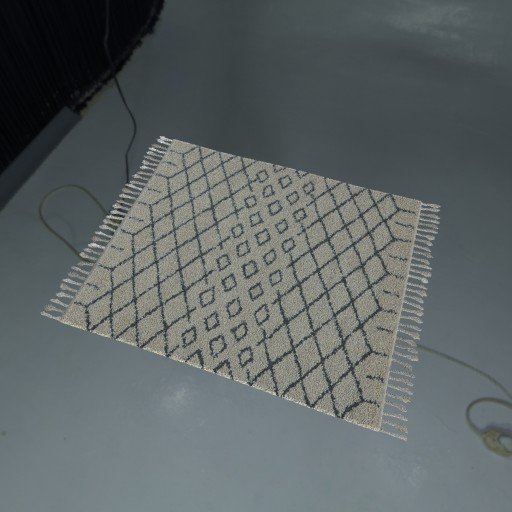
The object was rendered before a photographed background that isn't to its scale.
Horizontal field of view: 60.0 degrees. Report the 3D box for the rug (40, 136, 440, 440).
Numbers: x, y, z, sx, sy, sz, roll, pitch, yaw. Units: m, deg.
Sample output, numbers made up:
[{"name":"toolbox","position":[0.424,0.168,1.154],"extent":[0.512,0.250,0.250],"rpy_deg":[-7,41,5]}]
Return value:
[{"name":"rug","position":[0.000,0.000,4.215],"extent":[3.213,0.030,2.388],"rpy_deg":[16,59,10]}]
